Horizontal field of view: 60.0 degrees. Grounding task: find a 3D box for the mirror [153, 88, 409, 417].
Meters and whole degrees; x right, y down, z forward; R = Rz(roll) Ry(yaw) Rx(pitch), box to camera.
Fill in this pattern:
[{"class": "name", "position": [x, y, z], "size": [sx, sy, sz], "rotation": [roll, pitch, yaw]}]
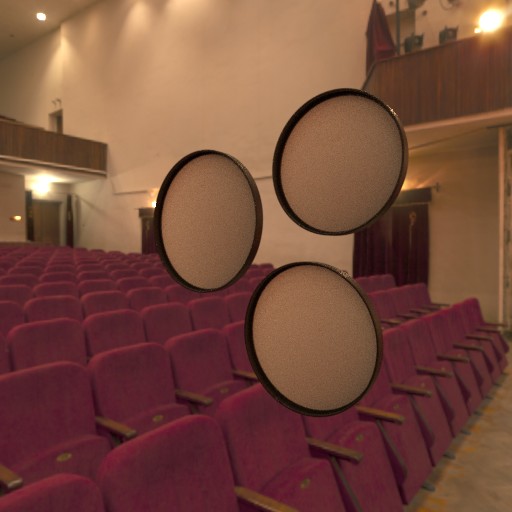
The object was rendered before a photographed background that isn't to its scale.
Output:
[{"class": "mirror", "position": [0.000, 0.000, 3.196], "size": [2.160, 2.096, 0.076], "rotation": [1, 1, 37]}]
